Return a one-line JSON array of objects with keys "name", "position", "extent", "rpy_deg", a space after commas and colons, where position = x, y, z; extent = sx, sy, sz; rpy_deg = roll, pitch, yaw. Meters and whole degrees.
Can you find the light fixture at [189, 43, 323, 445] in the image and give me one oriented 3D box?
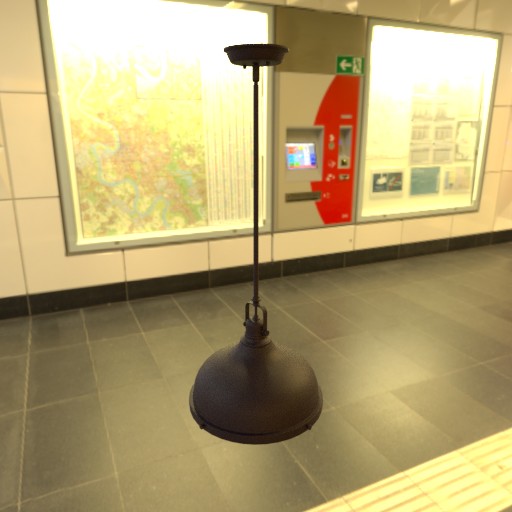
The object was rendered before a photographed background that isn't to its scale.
[{"name": "light fixture", "position": [0.000, 0.000, 0.992], "extent": [0.341, 0.849, 0.341], "rpy_deg": [-15, 22, -42]}]
